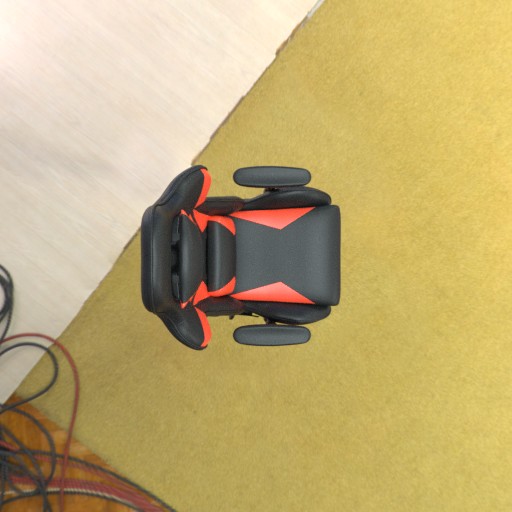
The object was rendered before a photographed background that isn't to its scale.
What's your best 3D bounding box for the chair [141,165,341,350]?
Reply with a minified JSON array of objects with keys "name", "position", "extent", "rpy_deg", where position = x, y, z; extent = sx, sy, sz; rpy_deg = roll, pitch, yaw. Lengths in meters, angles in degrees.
[{"name":"chair","position":[0.000,0.000,1.728],"extent":[0.730,1.282,0.695],"rpy_deg":[0,91,-1]}]
